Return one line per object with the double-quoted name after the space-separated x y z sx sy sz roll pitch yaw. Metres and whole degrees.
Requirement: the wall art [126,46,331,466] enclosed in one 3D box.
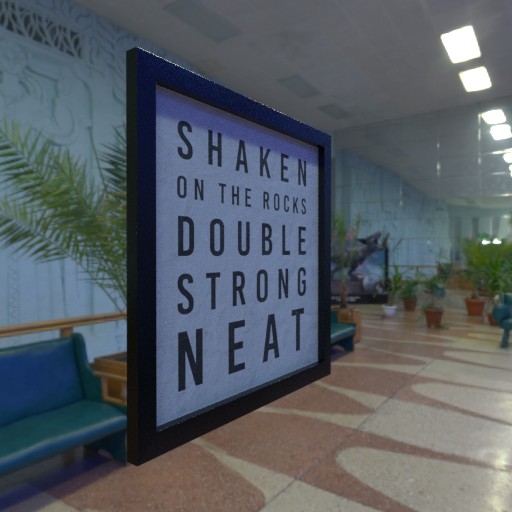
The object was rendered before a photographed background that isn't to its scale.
0.000 0.000 0.512 0.014 0.349 0.349 0 1 37 "wall art"
